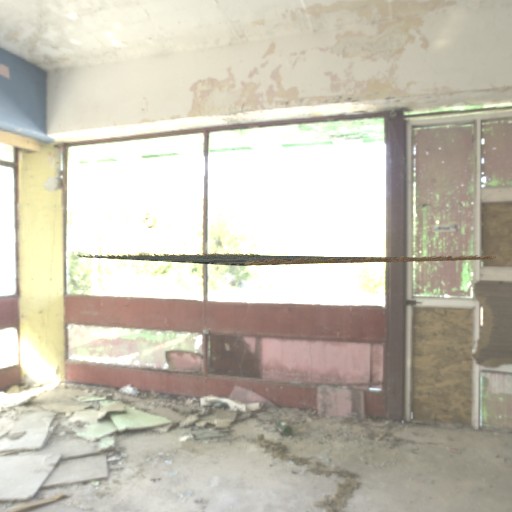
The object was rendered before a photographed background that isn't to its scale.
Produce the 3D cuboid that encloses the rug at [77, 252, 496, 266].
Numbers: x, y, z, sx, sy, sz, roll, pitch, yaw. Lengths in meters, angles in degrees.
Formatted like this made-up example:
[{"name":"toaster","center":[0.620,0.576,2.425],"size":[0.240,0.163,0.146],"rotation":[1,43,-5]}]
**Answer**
[{"name":"rug","center":[0.000,0.000,4.176],"size":[2.418,0.047,3.307],"rotation":[-1,1,-36]}]
